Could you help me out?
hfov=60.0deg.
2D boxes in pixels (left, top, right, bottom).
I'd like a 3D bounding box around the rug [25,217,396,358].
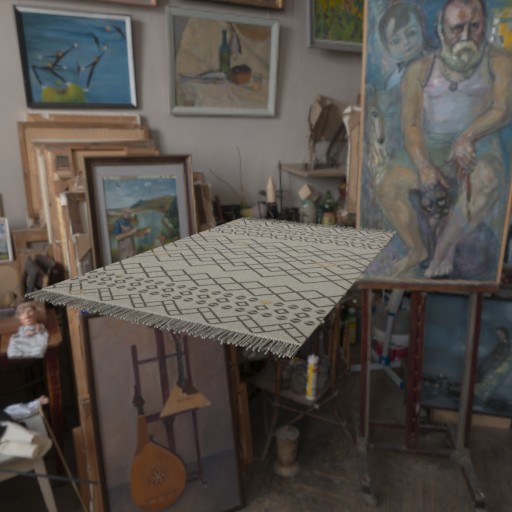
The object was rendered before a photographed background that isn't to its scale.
[{"bbox_3d":[0.000,0.000,3.043,1.495,0.035,2.472,7,17,25],"label":"rug"}]
